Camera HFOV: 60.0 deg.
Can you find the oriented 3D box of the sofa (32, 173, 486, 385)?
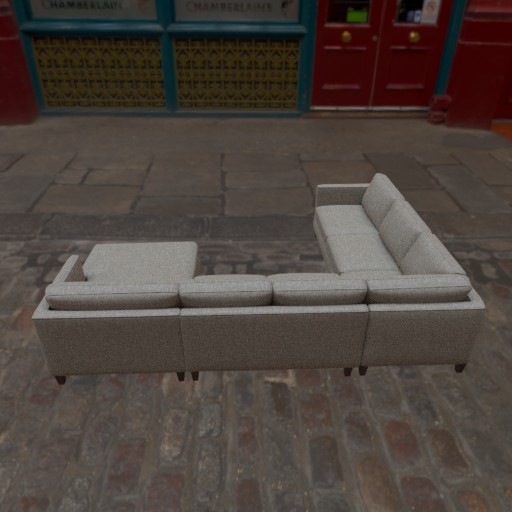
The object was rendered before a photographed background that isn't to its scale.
[{"bbox_3d":[0.000,0.000,4.451,3.403,0.889,2.551,-1,31,-2],"label":"sofa"}]
